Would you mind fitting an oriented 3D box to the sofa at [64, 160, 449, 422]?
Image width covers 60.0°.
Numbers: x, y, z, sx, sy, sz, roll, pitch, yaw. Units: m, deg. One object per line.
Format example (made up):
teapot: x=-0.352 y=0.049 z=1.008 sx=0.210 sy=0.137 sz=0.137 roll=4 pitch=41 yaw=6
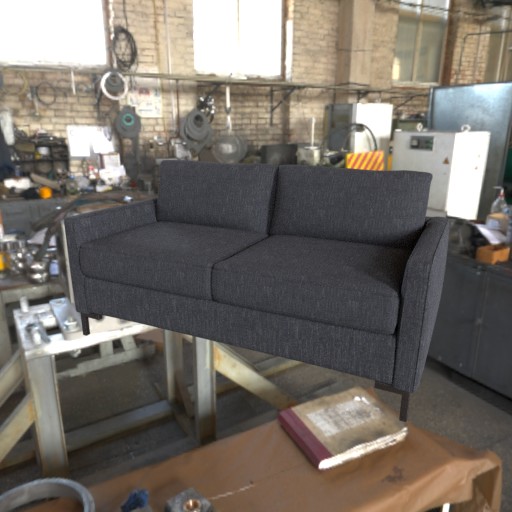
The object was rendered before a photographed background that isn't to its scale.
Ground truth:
sofa: x=0.000 y=0.000 z=2.207 sx=1.716 sy=0.862 sz=0.866 roll=8 pitch=18 yaw=25
